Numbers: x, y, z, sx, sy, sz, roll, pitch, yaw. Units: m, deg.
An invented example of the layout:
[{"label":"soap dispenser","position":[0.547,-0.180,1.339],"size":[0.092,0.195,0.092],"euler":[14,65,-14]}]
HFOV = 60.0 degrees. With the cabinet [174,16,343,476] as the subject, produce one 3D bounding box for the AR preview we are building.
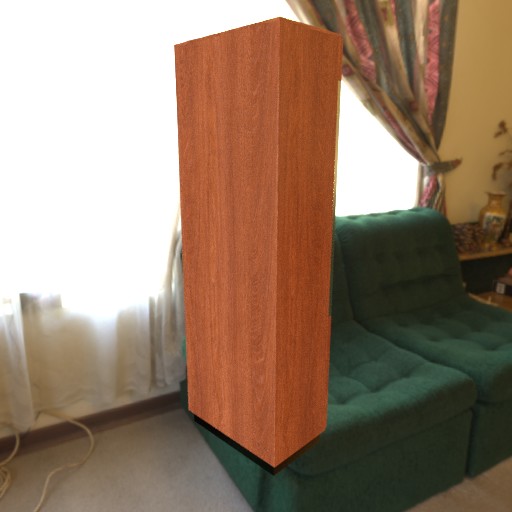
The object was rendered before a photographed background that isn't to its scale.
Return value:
[{"label":"cabinet","position":[0.000,0.000,2.213],"size":[0.660,1.980,0.420],"euler":[13,19,43]}]
